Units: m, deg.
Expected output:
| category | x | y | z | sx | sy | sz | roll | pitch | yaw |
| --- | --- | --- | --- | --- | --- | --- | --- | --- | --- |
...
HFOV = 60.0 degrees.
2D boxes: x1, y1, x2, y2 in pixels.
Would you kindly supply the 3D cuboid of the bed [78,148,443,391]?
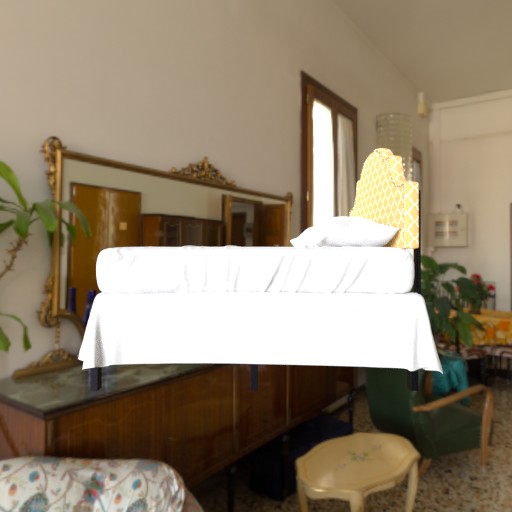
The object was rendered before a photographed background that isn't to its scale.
| category | x | y | z | sx | sy | sz | roll | pitch | yaw |
| --- | --- | --- | --- | --- | --- | --- | --- | --- | --- |
| bed | 0.000 | 0.000 | 3.441 | 2.222 | 1.633 | 1.780 | 0 | 0 | 0 |
